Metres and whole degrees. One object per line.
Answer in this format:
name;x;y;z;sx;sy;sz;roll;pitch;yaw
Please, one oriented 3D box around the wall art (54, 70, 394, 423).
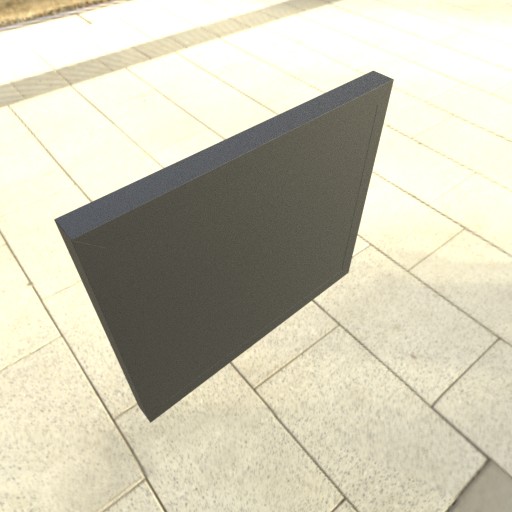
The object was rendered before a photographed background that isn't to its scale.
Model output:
wall art;0.000;0.000;0.535;0.381;0.330;0.029;-33;55;-27
